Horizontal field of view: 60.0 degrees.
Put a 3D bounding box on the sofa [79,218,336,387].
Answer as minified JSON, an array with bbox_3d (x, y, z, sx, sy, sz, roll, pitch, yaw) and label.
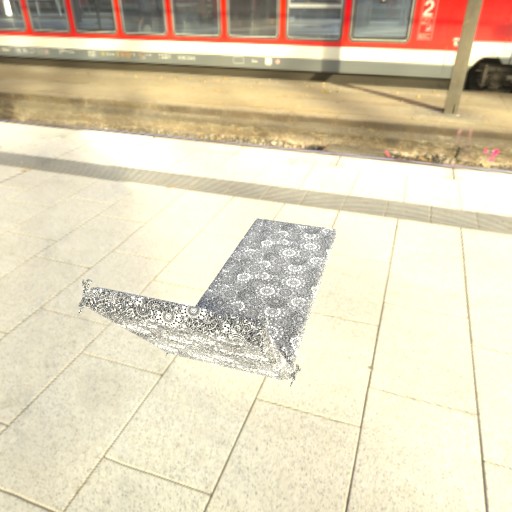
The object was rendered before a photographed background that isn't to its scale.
[{"bbox_3d":[0.000,0.000,1.970,0.582,0.622,1.663,9,33,15],"label":"sofa"}]
